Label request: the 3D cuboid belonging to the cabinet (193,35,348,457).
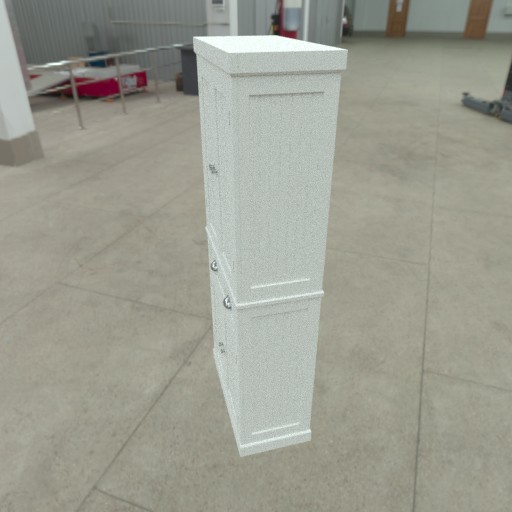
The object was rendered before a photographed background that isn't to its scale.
[{"bbox_3d":[0.000,0.000,2.101,0.390,1.829,0.754,-8,30,-13],"label":"cabinet"}]
